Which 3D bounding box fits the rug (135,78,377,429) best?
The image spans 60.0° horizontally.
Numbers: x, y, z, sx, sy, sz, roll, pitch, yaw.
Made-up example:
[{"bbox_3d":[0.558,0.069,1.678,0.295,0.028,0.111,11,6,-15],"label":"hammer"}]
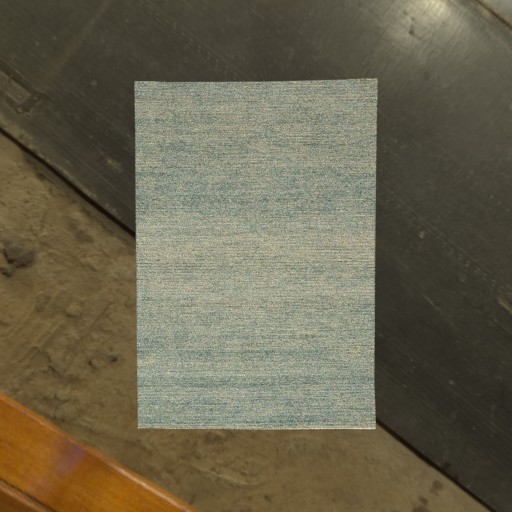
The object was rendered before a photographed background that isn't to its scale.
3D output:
[{"bbox_3d":[0.000,0.000,5.147,2.802,0.052,4.078,0,92,0],"label":"rug"}]
